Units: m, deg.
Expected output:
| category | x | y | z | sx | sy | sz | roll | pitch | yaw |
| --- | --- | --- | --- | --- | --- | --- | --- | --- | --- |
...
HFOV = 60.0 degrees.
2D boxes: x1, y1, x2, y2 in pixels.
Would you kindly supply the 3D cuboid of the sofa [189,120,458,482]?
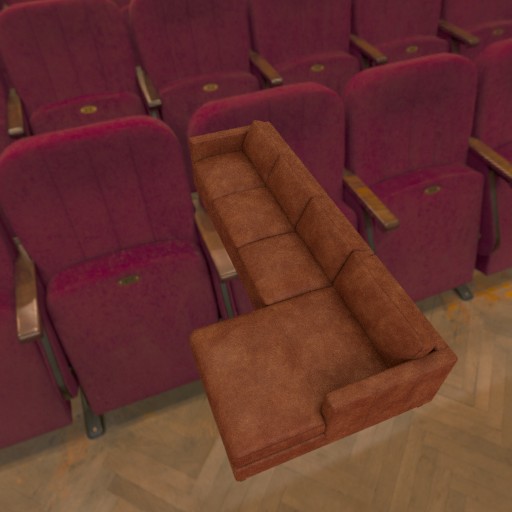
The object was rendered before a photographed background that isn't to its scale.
| category | x | y | z | sx | sy | sz | roll | pitch | yaw |
| --- | --- | --- | --- | --- | --- | --- | --- | --- | --- |
| sofa | 0.000 | 0.000 | 3.906 | 1.581 | 0.883 | 3.203 | -16 | 49 | -15 |
